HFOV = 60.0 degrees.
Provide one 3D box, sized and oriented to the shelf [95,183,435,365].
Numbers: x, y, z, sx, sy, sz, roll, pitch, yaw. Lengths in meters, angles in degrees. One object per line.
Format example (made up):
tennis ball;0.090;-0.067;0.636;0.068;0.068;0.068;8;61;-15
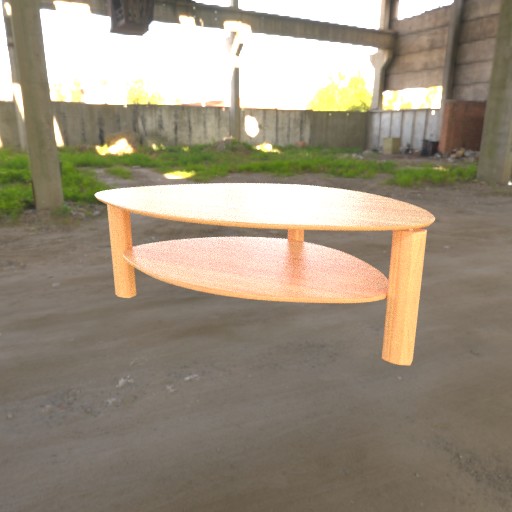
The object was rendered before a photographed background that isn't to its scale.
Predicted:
shelf;0.000;0.000;1.662;1.246;0.440;0.845;9;18;28
